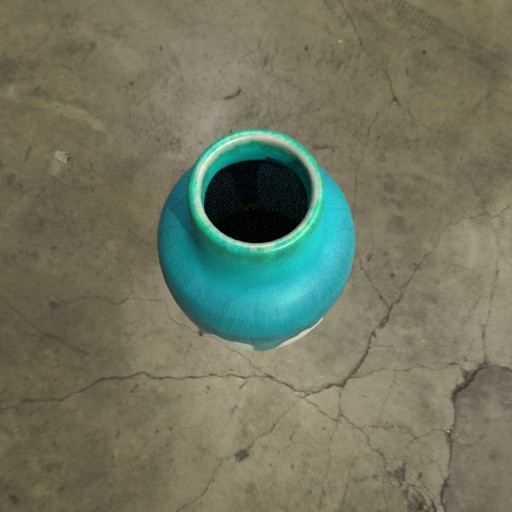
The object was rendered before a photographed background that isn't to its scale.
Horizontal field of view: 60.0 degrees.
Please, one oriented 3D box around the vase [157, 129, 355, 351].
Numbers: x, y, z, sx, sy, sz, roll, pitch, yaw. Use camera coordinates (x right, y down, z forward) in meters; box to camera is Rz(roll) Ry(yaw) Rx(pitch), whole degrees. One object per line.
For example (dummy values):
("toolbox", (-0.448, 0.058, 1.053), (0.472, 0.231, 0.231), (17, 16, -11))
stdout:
("vase", (0.000, 0.000, 0.260), (0.106, 0.192, 0.106), (0, 74, 0))
